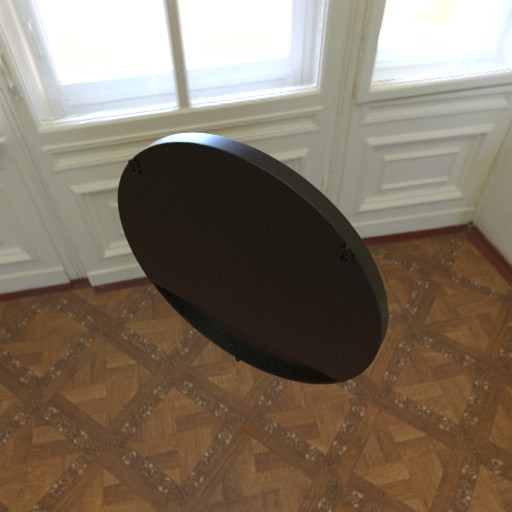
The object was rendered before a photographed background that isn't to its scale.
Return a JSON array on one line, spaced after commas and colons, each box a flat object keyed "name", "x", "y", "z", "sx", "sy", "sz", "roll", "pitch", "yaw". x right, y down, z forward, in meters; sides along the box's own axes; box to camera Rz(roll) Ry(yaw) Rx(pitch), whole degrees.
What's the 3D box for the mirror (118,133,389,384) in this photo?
[{"name": "mirror", "x": 0.000, "y": 0.000, "z": 0.705, "sx": 0.457, "sy": 0.457, "sz": 0.133, "roll": 24, "pitch": 51, "yaw": 21}]
